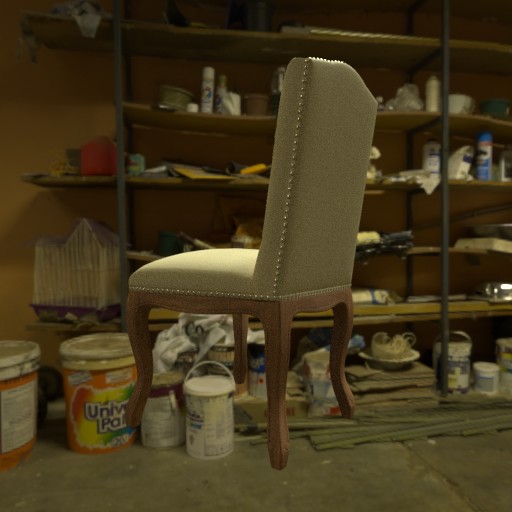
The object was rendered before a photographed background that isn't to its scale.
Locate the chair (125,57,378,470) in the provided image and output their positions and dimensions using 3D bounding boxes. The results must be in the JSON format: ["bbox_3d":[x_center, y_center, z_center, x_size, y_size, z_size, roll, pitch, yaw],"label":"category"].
[{"bbox_3d":[0.000,0.000,1.552,0.715,1.165,0.623,1,2,37],"label":"chair"}]
